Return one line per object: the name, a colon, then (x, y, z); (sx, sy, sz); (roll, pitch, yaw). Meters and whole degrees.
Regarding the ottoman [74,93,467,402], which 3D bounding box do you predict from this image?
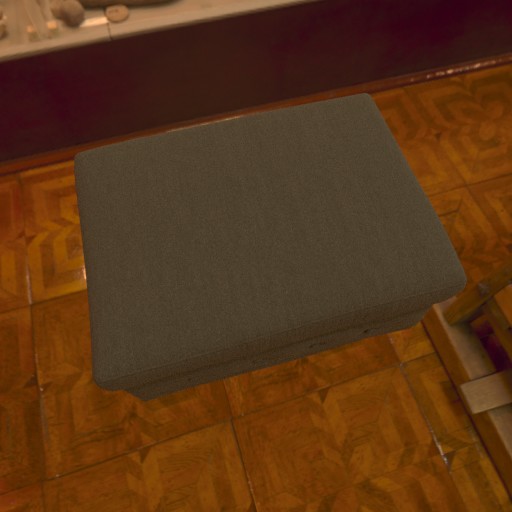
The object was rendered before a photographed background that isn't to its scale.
ottoman: (0.000, 0.000, 1.149); (0.771, 0.500, 0.569); (-14, 64, -7)
